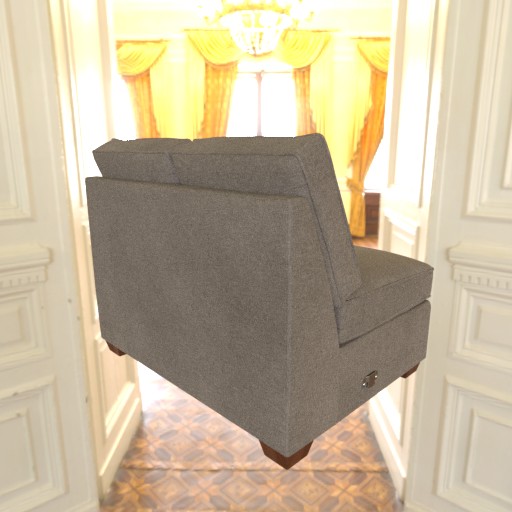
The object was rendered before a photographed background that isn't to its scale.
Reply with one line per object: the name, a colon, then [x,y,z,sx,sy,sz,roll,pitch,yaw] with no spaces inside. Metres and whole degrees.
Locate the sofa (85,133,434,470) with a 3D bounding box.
sofa: [0.000,0.000,1.950,0.951,1.008,1.237,-13,19,-43]
